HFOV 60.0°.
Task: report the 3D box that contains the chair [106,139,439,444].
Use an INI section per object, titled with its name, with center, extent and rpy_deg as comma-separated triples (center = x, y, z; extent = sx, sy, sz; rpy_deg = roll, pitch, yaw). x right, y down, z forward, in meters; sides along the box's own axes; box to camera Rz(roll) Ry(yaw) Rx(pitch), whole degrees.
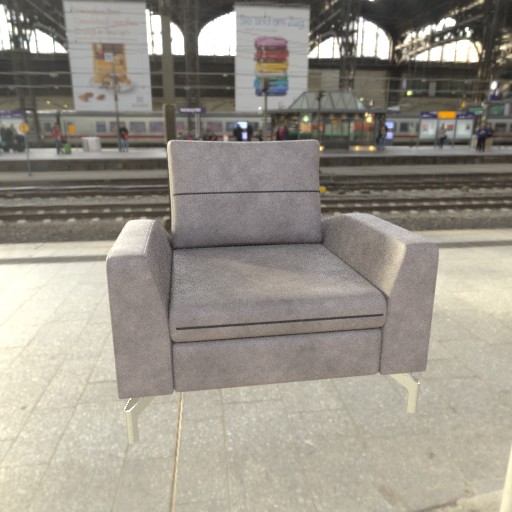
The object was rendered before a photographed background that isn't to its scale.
[chair]
center = 0.000, 0.000, 1.591
extent = 0.900, 0.800, 0.900
rpy_deg = -3, 16, -9
